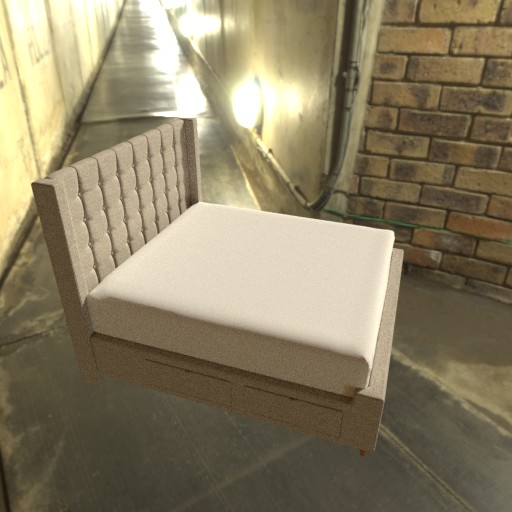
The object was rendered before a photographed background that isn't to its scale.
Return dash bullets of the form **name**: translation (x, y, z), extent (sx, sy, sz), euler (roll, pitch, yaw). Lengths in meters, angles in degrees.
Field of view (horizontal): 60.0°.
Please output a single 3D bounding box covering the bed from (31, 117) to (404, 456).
- **bed**: translation (0.000, 0.000, 3.747), extent (2.372, 1.748, 2.044), euler (10, 31, 17)
